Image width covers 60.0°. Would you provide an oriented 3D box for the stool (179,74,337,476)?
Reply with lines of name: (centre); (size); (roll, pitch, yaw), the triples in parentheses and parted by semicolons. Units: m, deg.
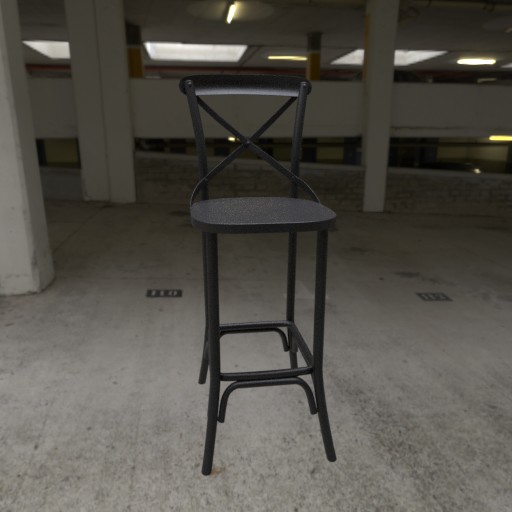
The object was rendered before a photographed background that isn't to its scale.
stool: (0.000, 0.000, 1.451); (0.457, 1.168, 0.584); (-2, 16, -8)
